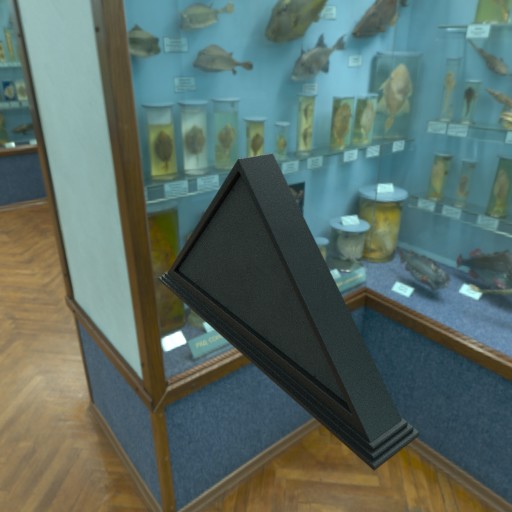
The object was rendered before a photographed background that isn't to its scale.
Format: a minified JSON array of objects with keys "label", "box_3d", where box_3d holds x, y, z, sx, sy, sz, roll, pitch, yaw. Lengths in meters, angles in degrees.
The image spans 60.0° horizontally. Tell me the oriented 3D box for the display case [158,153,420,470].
[{"label":"display case","box_3d":[0.000,0.000,0.754,0.095,0.340,0.640,-17,30,-32]}]
